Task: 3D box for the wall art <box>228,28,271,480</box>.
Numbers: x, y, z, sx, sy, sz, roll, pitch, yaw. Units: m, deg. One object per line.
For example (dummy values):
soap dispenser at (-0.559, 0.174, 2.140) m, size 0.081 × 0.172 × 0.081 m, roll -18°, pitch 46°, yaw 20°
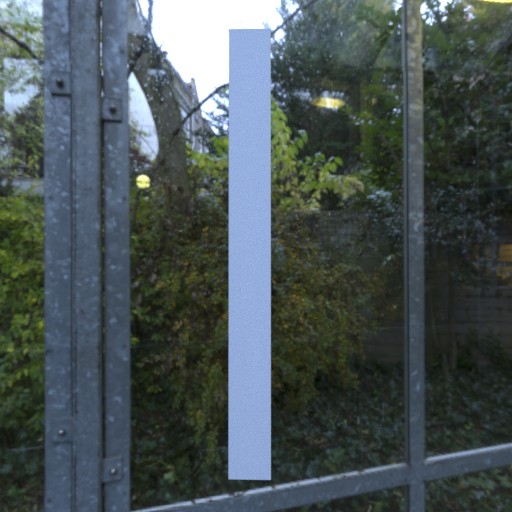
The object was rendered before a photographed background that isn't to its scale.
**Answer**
wall art at (0.000, 0.000, 0.601) m, size 0.038 × 0.406 × 0.406 m, roll 0°, pitch -1°, yaw 2°
